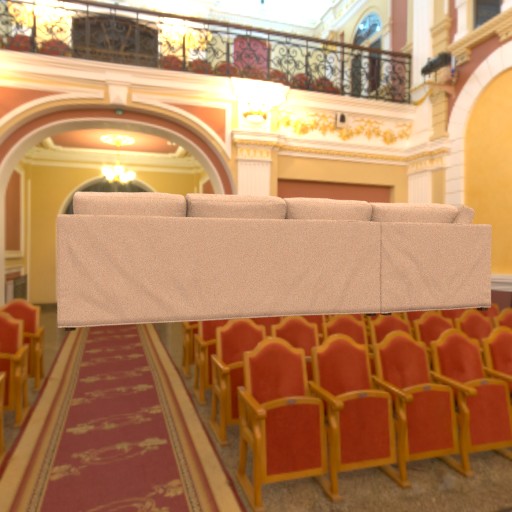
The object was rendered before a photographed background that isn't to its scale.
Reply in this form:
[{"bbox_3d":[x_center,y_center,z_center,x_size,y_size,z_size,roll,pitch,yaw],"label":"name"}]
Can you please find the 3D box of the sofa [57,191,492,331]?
[{"bbox_3d":[0.000,0.000,4.181,3.182,0.871,2.432,0,1,-17],"label":"sofa"}]
